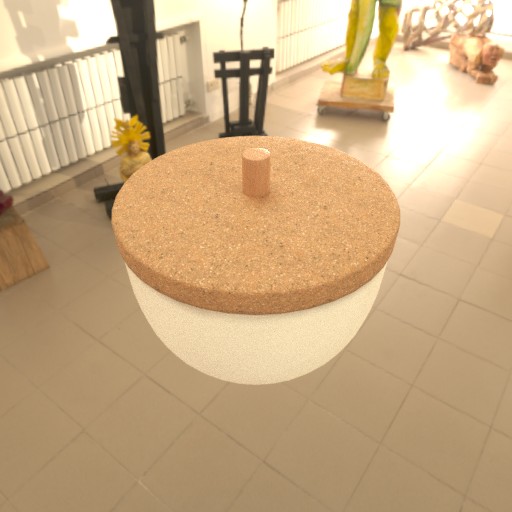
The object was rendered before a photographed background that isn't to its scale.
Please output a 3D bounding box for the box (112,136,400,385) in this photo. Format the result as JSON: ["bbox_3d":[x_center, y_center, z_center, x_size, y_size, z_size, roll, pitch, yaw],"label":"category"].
[{"bbox_3d":[0.000,0.000,0.187,0.107,0.094,0.107,0,39,0],"label":"box"}]
